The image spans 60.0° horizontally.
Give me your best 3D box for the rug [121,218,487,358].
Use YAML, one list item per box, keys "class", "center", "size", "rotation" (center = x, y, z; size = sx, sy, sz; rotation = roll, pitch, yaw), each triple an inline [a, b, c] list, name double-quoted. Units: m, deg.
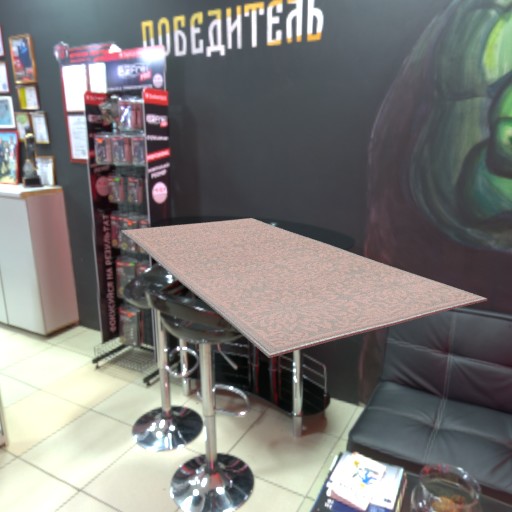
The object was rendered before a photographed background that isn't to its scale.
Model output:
- class: "rug"
  center: [0.000, 0.000, 1.440]
  size: [0.604, 0.007, 1.219]
  rotation: [-8, 17, -27]
